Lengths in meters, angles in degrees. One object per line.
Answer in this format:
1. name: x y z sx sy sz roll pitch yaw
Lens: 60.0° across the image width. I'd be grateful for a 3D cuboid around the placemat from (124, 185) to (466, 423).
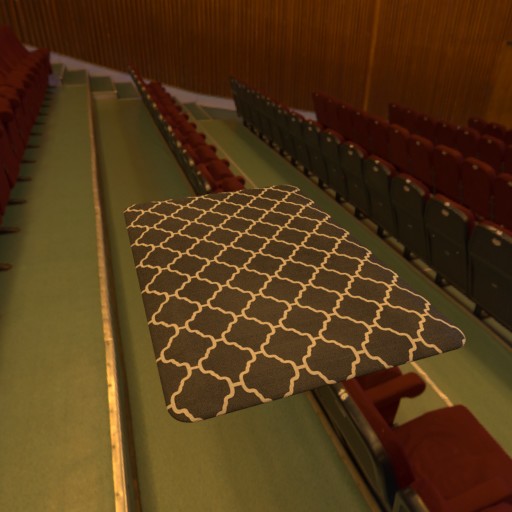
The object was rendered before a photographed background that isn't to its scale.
1. placemat: 0.000 0.000 0.971 0.508 0.021 0.762 -10 32 -17
